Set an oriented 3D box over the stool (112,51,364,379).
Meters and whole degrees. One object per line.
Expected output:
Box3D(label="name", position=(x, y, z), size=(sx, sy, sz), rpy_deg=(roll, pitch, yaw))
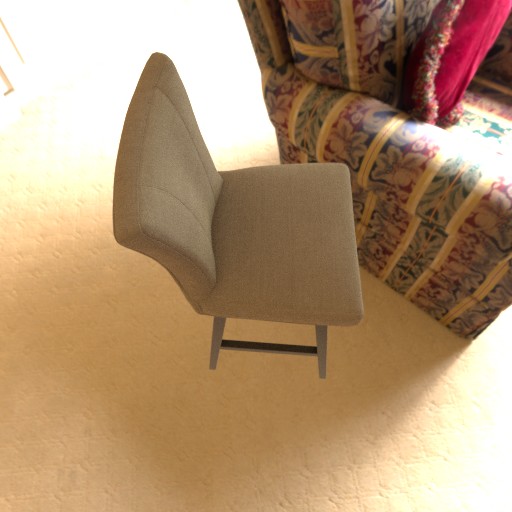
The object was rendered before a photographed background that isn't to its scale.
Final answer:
Box3D(label="stool", position=(0.000, 0.000, 1.381), size=(0.574, 1.086, 0.514), rpy_deg=(1, 62, 0))
